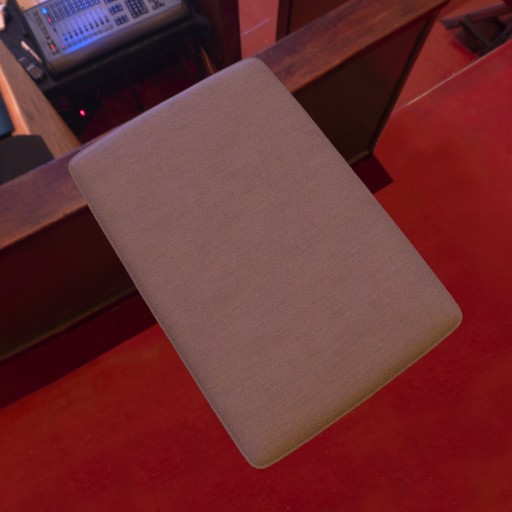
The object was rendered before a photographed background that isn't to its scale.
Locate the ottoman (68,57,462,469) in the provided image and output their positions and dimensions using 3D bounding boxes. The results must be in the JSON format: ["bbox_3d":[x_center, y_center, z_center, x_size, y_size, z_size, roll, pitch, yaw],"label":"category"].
[{"bbox_3d":[0.000,0.000,1.304,0.636,0.480,0.941,-33,77,-9],"label":"ottoman"}]
